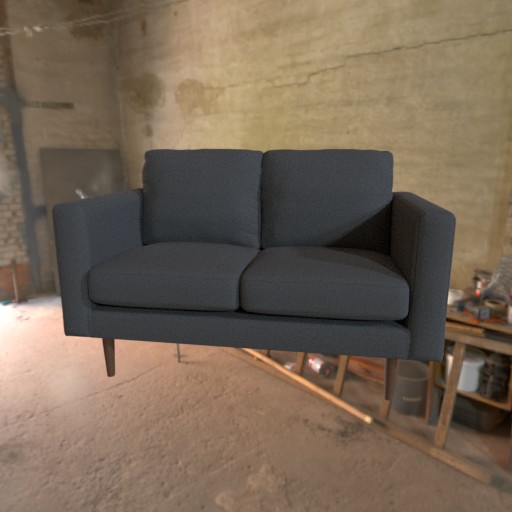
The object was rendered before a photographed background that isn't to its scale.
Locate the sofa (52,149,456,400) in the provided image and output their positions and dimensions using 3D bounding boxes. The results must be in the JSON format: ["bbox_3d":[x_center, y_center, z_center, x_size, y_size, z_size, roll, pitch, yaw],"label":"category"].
[{"bbox_3d":[0.000,0.000,1.923,1.430,0.908,0.796,2,13,9],"label":"sofa"}]
